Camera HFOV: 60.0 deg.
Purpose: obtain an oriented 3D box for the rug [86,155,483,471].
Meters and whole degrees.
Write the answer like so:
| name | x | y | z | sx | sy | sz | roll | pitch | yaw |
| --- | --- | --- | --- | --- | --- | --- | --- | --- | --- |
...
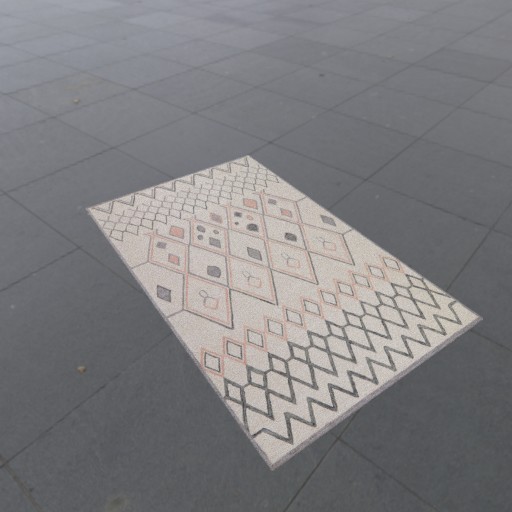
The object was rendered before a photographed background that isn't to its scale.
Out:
| name | x | y | z | sx | sy | sz | roll | pitch | yaw |
| --- | --- | --- | --- | --- | --- | --- | --- | --- | --- |
| rug | 0.000 | 0.000 | 3.003 | 1.524 | 0.015 | 2.438 | -24 | 46 | -26 |
